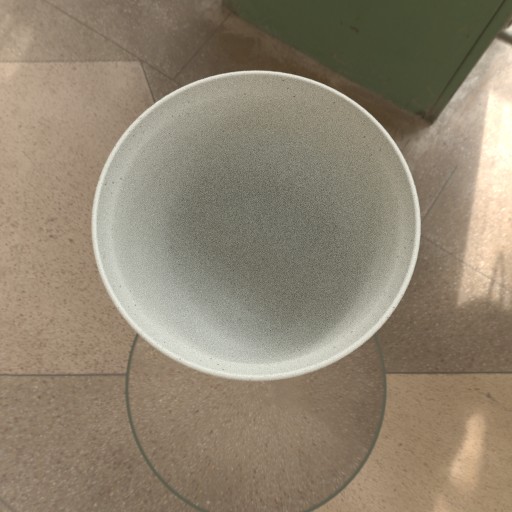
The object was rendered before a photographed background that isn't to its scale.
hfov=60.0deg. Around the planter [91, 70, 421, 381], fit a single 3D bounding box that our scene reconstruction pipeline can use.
[{"bbox_3d":[0.000,0.000,0.377,0.204,0.214,0.204,0,75,0],"label":"planter"}]
